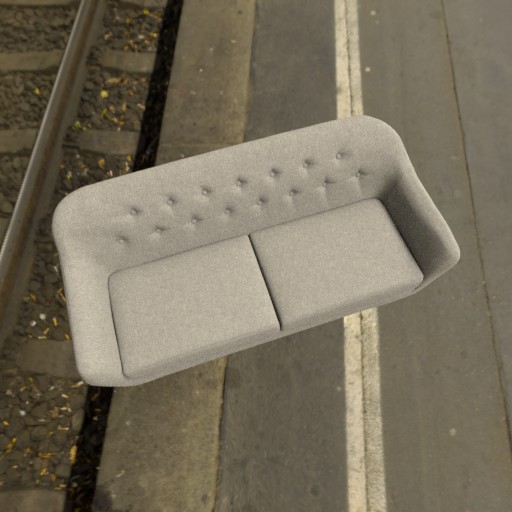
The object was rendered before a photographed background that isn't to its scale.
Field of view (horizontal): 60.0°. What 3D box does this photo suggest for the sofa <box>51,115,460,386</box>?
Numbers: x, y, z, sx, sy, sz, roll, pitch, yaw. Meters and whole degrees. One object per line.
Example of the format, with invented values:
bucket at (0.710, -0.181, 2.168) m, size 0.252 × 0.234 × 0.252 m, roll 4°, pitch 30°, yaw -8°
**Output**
sofa at (0.000, 0.000, 2.273) m, size 1.840 × 0.820 × 0.820 m, roll -17°, pitch 66°, yaw -7°
